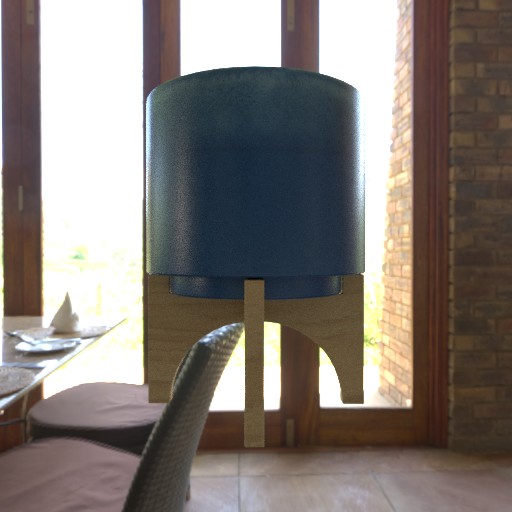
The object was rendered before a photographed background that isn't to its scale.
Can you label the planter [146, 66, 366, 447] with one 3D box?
[{"bbox_3d":[0.000,0.000,0.401,0.192,0.263,0.192,0,0,0],"label":"planter"}]
